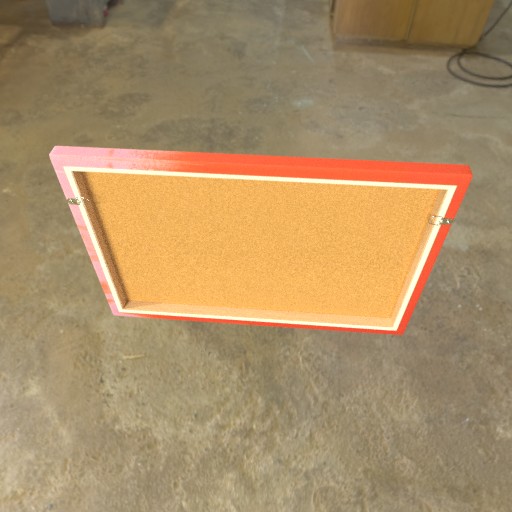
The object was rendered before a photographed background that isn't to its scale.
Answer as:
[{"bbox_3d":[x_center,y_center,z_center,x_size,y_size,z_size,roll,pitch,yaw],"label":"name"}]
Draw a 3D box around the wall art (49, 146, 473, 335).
[{"bbox_3d":[0.000,0.000,1.180,0.913,0.609,0.040,3,47,3],"label":"wall art"}]
